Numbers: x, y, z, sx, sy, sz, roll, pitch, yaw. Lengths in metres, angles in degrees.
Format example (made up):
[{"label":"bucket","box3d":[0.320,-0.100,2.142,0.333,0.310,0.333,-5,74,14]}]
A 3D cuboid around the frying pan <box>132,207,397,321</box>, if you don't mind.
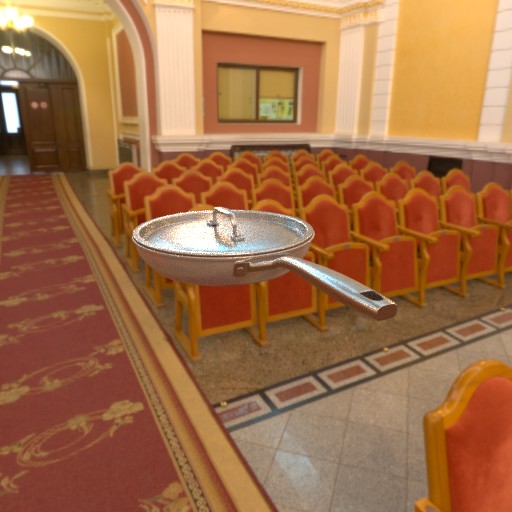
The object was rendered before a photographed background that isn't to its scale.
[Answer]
[{"label":"frying pan","box3d":[0.000,0.000,0.585,0.272,0.086,0.490,-8,19,-25]}]
